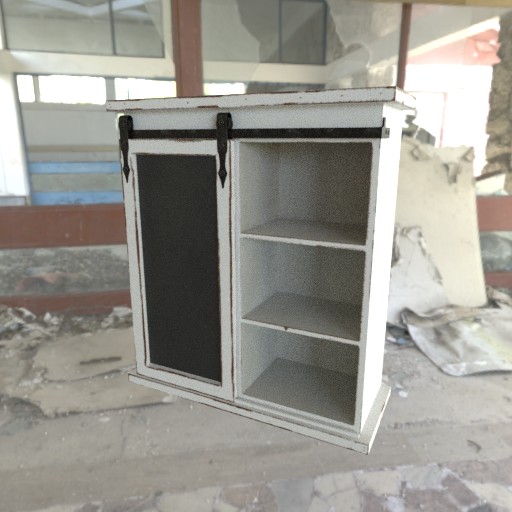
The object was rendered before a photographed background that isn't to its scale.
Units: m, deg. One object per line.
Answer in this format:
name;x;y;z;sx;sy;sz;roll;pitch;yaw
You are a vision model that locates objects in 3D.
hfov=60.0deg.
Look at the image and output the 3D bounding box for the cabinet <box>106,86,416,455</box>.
cabinet;0.000;0.000;0.901;0.541;0.603;0.210;7;17;26
